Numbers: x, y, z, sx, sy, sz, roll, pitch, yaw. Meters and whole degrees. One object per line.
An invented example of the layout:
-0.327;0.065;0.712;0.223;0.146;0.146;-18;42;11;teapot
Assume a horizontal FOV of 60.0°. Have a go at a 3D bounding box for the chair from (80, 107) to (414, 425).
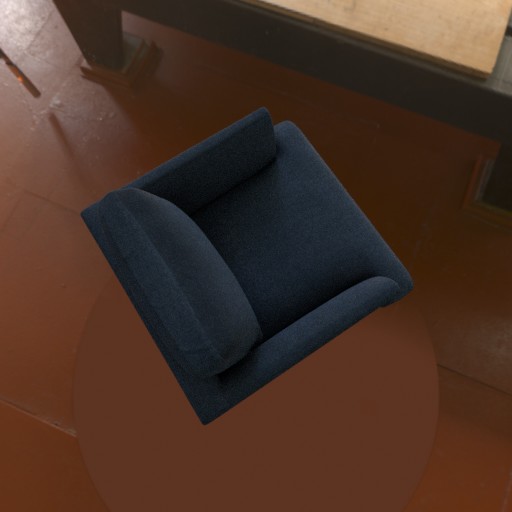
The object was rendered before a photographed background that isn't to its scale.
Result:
0.000;0.000;1.671;0.899;0.957;0.858;-32;77;-8;chair
